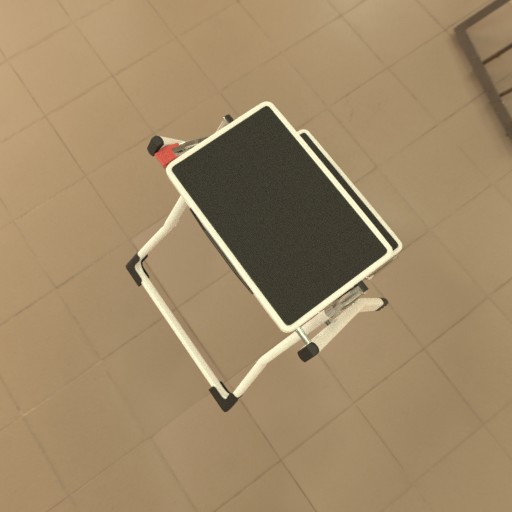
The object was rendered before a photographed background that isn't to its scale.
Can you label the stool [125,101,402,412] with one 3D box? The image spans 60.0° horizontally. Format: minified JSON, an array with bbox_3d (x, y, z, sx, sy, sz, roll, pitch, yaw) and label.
[{"bbox_3d":[0.000,0.000,0.870,0.490,0.445,0.485,-35,79,-8],"label":"stool"}]
